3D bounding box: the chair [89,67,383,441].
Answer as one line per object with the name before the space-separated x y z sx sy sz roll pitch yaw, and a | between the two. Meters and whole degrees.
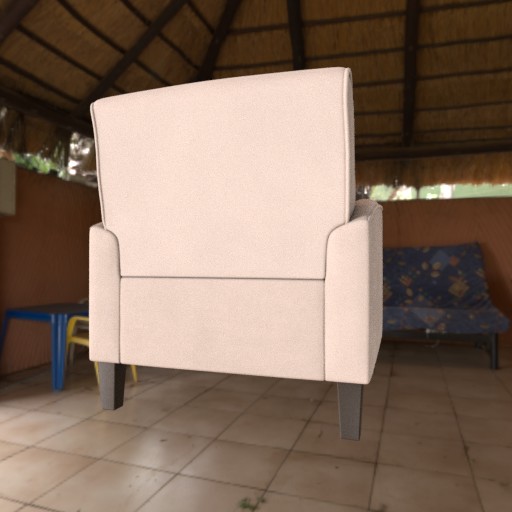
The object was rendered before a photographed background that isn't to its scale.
chair | 0.000 0.000 1.522 0.820 0.915 0.820 0 0 18
